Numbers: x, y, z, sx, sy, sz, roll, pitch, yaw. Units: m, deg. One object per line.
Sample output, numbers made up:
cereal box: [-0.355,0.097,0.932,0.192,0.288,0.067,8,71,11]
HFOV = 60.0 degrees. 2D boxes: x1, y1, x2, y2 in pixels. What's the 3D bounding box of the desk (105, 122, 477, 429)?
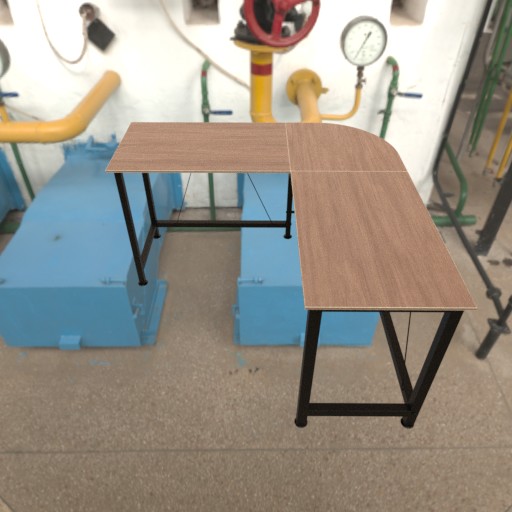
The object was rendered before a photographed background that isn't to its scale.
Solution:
desk: [0.000,0.000,2.175,1.400,0.762,1.400,0,40,0]
